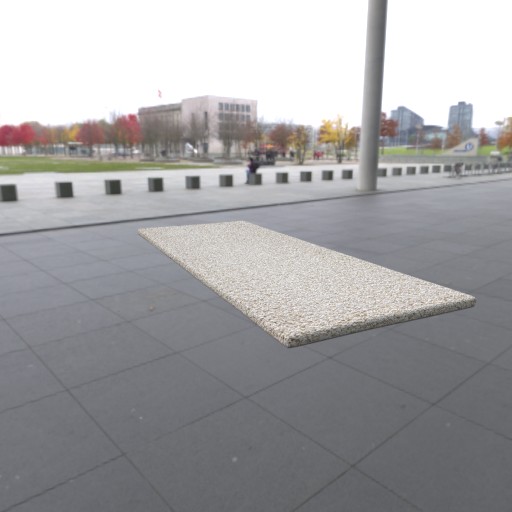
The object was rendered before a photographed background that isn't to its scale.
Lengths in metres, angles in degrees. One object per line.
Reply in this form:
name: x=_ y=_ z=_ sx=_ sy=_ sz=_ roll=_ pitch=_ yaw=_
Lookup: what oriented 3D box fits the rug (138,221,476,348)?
rug: x=0.000 y=0.000 z=1.751 sx=0.609 sy=0.030 sz=1.524 roll=-7 pitch=15 yaw=-26
